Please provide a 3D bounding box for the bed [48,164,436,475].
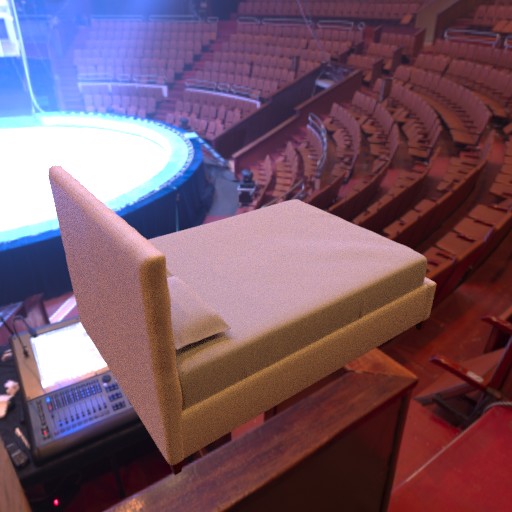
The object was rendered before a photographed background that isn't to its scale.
[{"bbox_3d":[0.000,0.000,3.398,2.387,1.427,1.698,-19,33,-31],"label":"bed"}]
